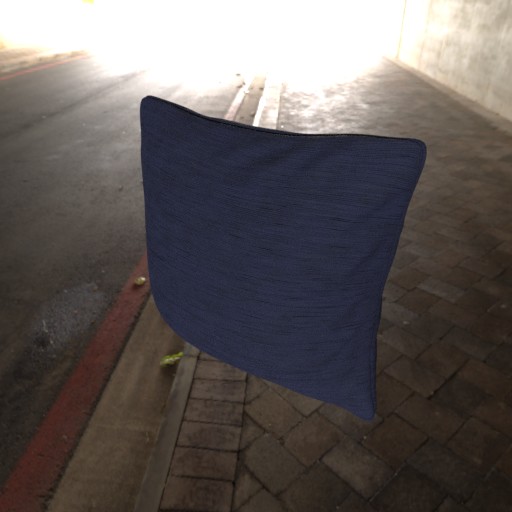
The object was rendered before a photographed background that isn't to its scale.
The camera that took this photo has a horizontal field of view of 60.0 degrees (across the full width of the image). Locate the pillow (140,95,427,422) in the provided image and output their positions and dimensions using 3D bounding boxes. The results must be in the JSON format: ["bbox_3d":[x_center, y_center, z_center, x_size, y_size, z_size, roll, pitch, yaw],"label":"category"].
[{"bbox_3d":[0.000,0.000,0.659,0.432,0.414,0.246,20,36,31],"label":"pillow"}]
